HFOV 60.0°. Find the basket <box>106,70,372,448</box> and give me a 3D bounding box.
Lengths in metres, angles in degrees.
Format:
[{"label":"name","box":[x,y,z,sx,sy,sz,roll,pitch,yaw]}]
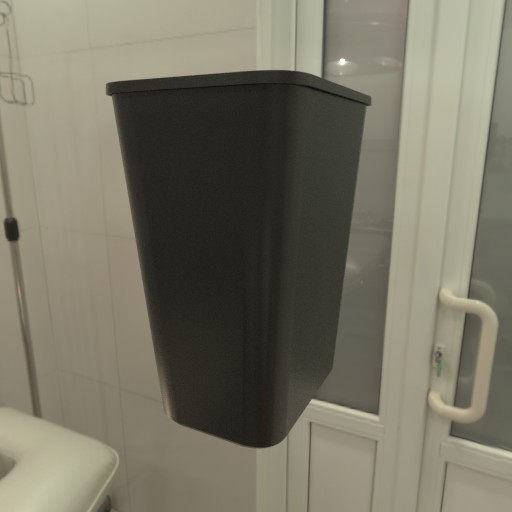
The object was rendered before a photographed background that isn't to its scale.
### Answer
[{"label":"basket","box":[0.000,0.000,0.747,0.287,0.521,0.394,7,16,26]}]
